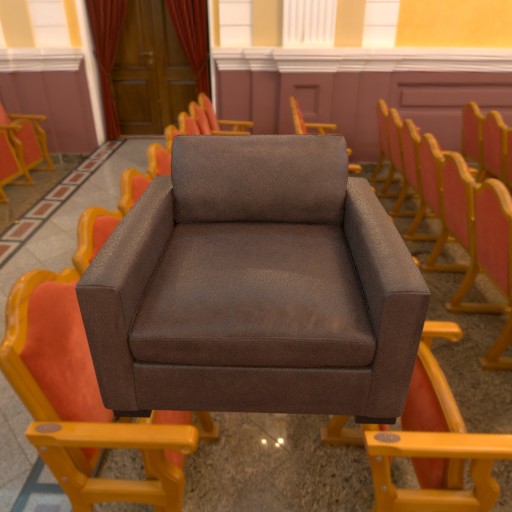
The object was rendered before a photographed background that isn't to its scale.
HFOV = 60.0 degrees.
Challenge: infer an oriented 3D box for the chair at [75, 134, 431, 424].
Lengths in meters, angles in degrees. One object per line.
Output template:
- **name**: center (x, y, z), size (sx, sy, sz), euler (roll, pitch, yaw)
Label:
- **chair**: center (0.000, 0.000, 1.820), size (1.100, 0.812, 1.069), euler (1, 29, 2)
